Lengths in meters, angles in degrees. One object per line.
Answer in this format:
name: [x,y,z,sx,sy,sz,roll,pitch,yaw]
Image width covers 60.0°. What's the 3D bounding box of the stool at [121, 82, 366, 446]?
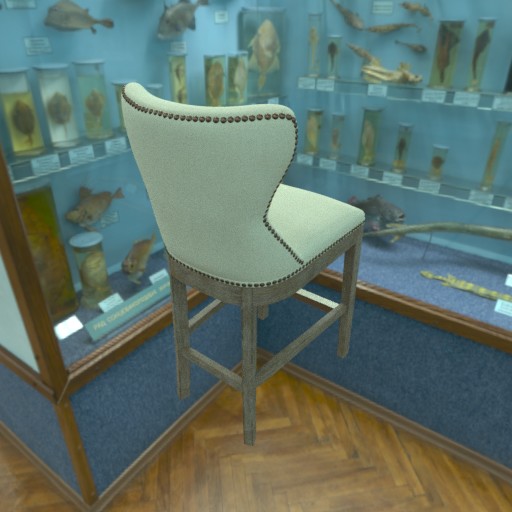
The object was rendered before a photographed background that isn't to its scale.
stool: [0.000,0.000,1.319,0.498,0.981,0.608,21,36,32]
